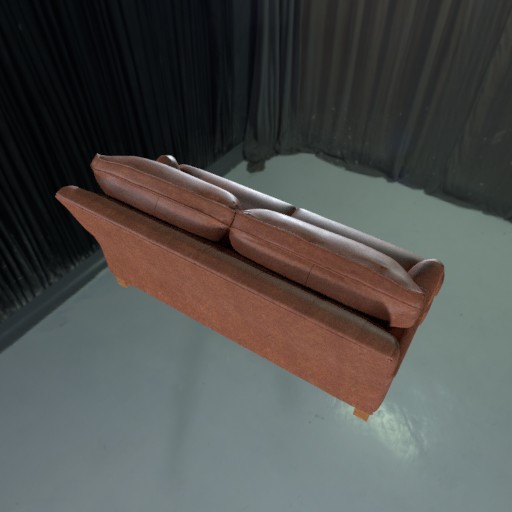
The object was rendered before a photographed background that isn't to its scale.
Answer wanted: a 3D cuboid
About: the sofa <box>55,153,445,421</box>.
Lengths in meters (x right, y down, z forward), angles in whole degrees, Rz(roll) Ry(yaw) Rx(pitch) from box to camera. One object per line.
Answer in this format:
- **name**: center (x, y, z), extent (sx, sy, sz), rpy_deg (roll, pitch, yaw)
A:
- **sofa**: center (0.000, 0.000, 2.818), extent (2.144, 1.071, 1.147), rpy_deg (24, 51, 22)
